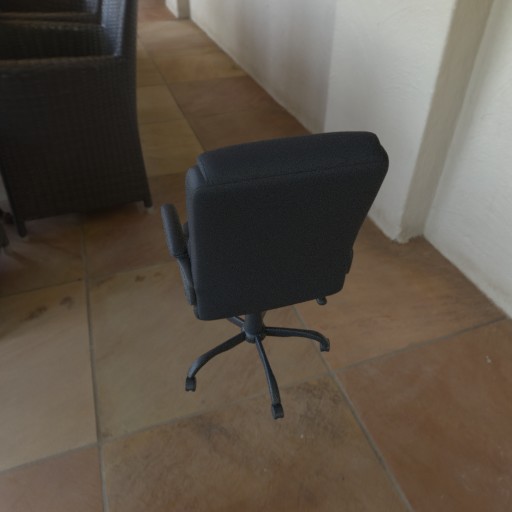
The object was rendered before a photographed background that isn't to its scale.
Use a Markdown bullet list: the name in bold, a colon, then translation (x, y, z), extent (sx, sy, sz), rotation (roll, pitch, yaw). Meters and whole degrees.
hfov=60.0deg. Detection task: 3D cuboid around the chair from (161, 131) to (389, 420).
- **chair**: translation (0.000, 0.000, 1.496), extent (0.615, 1.072, 0.655), rotation (-10, 41, -12)
